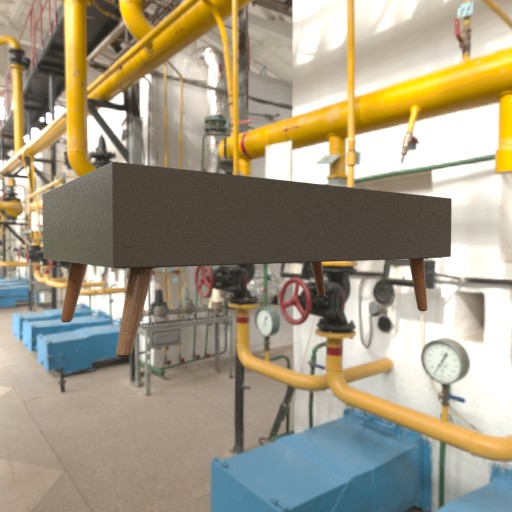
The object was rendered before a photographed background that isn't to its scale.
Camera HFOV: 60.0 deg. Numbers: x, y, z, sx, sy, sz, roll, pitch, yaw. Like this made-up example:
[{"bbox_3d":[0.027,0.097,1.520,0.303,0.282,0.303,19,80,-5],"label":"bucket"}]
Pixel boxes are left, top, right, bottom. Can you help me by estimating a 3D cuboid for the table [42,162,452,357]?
[{"bbox_3d":[0.000,0.000,1.505,1.201,0.404,0.703,-1,2,-36],"label":"table"}]
